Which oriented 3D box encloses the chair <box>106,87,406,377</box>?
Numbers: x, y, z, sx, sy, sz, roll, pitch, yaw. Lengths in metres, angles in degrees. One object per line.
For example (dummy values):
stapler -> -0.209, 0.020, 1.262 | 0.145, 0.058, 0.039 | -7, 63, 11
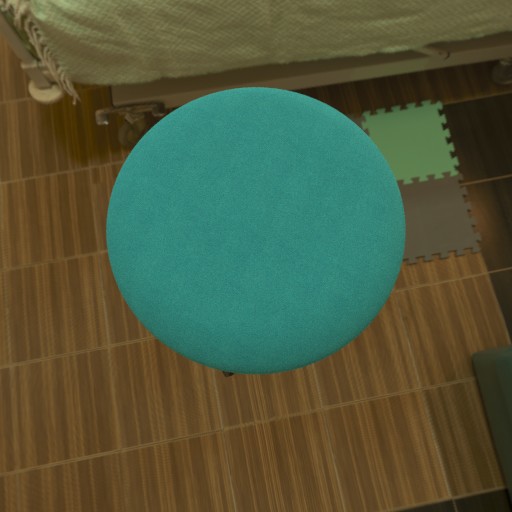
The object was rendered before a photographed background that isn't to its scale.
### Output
chair -> 0.000, 0.000, 0.688 | 0.350, 0.430, 0.350 | -39, 79, -9
